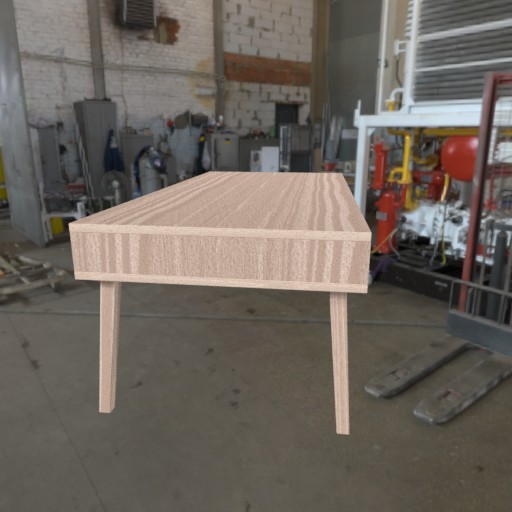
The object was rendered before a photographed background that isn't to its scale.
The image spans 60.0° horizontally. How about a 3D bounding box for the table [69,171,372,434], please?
[{"bbox_3d":[0.000,0.000,1.490,0.600,0.450,1.200,2,16,8],"label":"table"}]
